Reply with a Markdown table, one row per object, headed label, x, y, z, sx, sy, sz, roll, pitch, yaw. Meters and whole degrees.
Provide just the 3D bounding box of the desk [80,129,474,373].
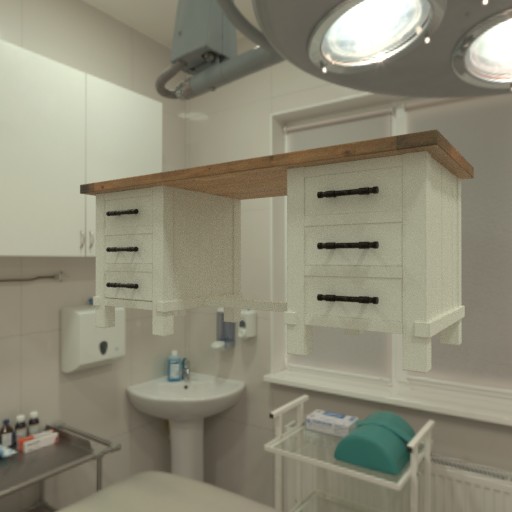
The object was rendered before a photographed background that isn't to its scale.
| label | x | y | z | sx | sy | sz | roll | pitch | yaw |
| --- | --- | --- | --- | --- | --- | --- | --- | --- | --- |
| desk | 0.000 | 0.000 | 2.136 | 1.803 | 0.760 | 0.688 | 0 | 0 | 34 |
